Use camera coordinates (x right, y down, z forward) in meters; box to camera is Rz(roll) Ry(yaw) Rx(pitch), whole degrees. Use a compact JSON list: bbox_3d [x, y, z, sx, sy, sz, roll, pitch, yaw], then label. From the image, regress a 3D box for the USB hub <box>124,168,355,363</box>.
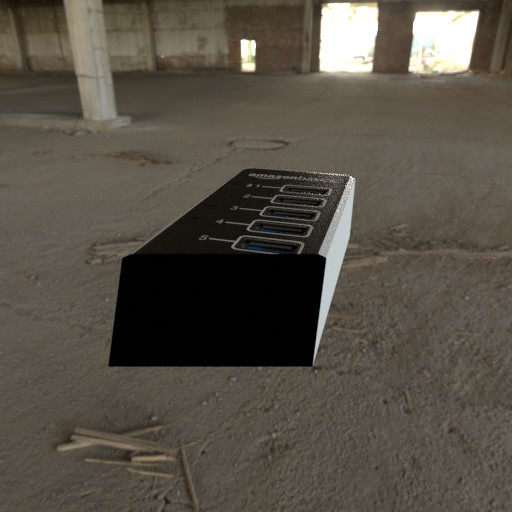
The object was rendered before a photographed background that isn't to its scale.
[{"bbox_3d":[0.000,0.000,0.126,0.044,0.023,0.110,7,26,15],"label":"USB hub"}]
